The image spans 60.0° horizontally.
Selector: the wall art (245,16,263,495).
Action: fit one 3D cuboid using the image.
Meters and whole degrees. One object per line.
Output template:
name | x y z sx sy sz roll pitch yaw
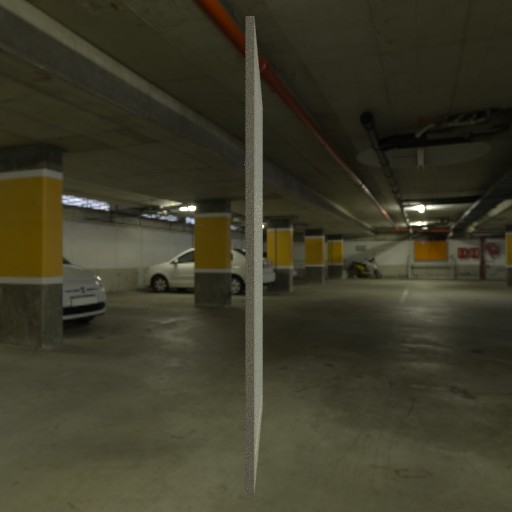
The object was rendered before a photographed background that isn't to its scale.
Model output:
wall art | 0.000 0.000 0.822 0.013 0.683 0.380 0 0 3
